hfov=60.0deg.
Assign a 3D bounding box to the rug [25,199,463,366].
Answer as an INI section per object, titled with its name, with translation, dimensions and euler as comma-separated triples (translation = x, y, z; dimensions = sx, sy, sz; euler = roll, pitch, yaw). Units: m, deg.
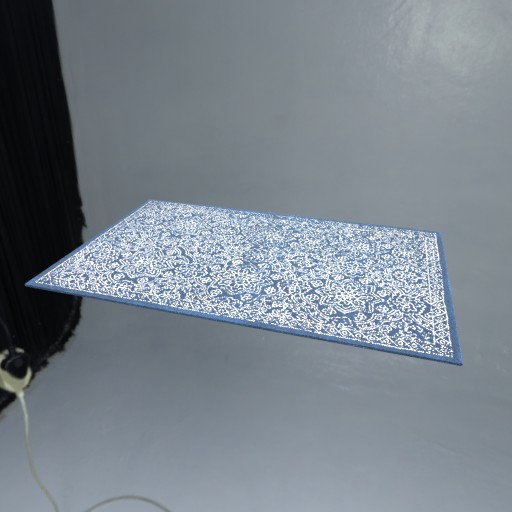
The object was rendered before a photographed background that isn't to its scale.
[rug]
translation = 0.000, 0.000, 2.989
dimensions = 2.441, 0.015, 1.526
euler = 8, 29, 15
